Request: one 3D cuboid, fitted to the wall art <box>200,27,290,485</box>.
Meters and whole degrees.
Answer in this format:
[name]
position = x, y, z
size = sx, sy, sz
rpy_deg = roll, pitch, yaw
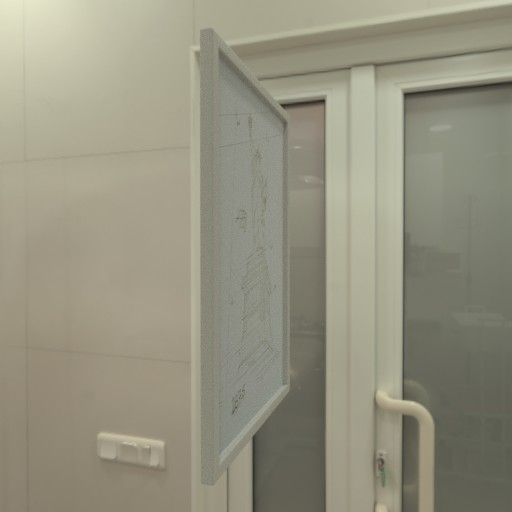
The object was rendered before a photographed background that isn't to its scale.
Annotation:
[wall art]
position = 0.000, 0.000, 1.530
size = 0.038, 1.183, 0.808
rpy_deg = 0, 1, 19
